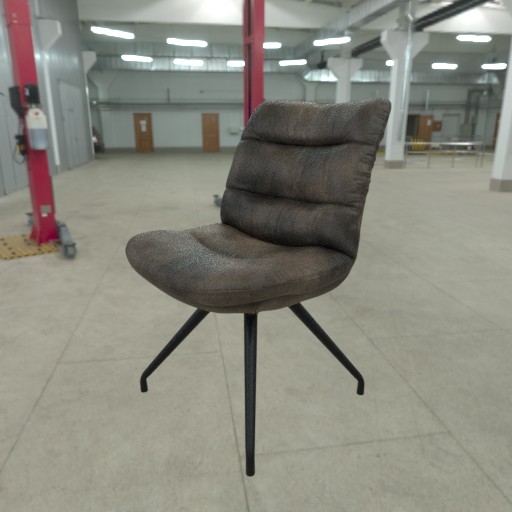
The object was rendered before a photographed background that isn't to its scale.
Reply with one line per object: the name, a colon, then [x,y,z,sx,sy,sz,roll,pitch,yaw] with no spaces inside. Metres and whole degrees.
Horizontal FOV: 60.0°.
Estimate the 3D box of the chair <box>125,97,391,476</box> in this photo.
chair: [0.000,0.000,1.261,0.622,0.870,0.549,-15,22,-42]
